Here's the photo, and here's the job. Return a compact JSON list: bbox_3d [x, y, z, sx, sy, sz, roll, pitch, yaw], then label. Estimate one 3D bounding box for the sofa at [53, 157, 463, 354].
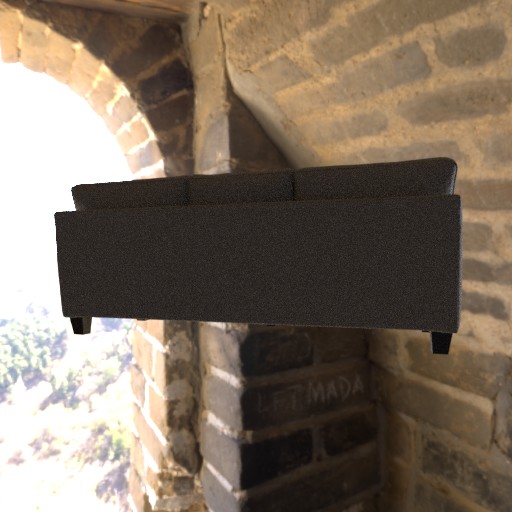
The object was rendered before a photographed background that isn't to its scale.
[{"bbox_3d":[0.000,0.000,2.850,2.323,0.997,1.016,0,-1,17],"label":"sofa"}]
